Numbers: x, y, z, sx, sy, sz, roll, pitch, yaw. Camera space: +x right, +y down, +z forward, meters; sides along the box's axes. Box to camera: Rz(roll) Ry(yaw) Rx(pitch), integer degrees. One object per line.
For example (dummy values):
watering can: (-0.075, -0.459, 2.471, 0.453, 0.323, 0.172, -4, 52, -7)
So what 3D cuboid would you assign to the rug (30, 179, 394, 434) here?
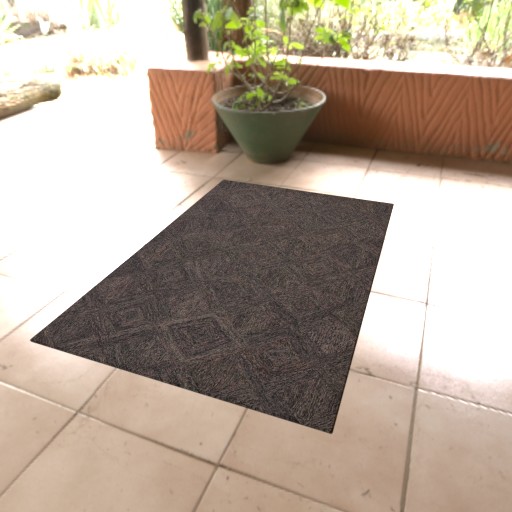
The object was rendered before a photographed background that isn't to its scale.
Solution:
rug: (0.000, 0.000, 2.865, 1.501, 0.017, 2.298, 11, 33, 18)
